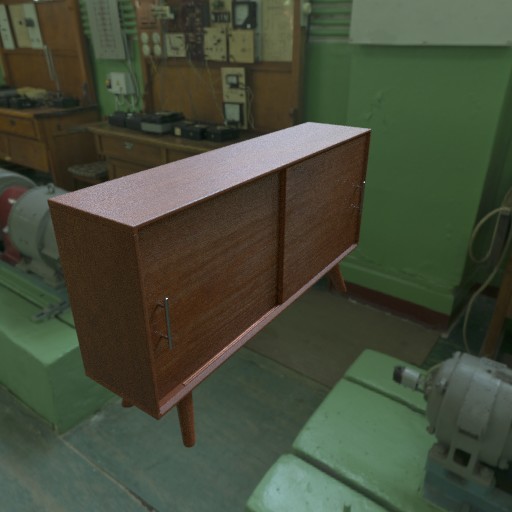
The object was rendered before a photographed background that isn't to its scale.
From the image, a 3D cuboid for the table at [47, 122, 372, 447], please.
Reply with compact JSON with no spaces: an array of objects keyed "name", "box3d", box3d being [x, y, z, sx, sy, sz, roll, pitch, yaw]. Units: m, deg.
[{"name":"table","box3d":[0.000,0.000,1.521,0.308,0.698,1.220,17,31,31]}]
